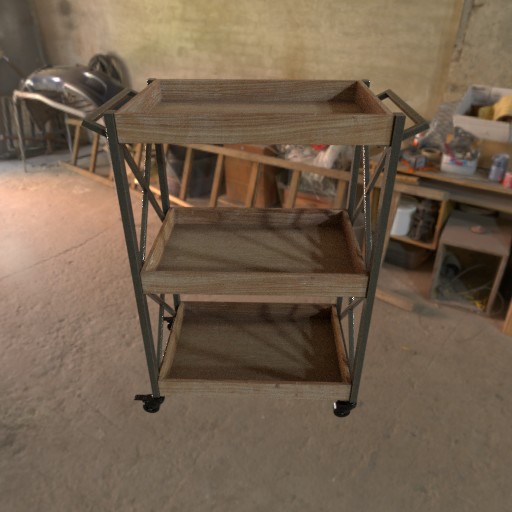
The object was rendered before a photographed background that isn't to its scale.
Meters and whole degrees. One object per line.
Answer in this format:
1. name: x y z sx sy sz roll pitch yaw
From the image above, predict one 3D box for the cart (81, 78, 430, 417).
1. cart: 0.000 0.000 1.191 0.673 0.835 0.377 1 31 1
